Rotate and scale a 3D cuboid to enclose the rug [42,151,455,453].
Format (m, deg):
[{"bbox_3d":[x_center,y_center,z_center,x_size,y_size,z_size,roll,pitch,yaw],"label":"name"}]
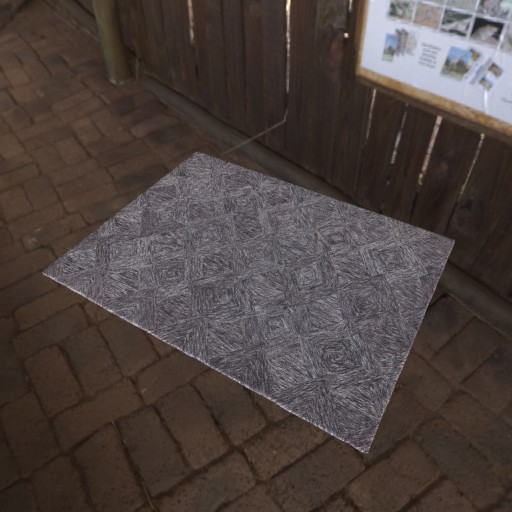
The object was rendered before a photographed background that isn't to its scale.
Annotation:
[{"bbox_3d":[0.000,0.000,4.279,3.204,0.017,2.448,23,49,21],"label":"rug"}]
